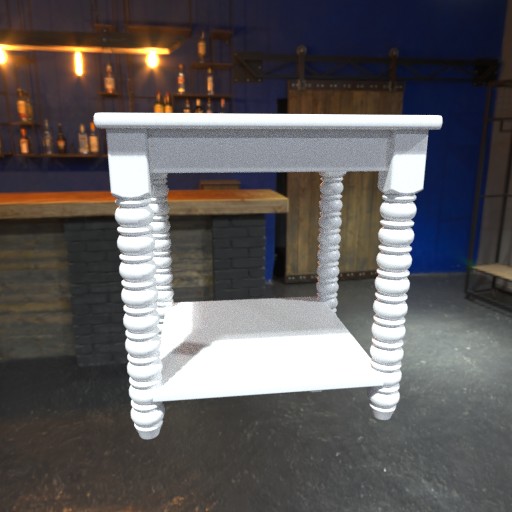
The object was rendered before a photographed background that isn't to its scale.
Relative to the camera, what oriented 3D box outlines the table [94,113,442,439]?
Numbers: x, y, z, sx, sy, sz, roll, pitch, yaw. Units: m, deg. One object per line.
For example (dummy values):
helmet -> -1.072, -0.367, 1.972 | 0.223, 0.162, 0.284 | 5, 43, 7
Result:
table -> 0.000, 0.000, 0.969 | 0.533, 0.563, 0.500 | -2, 14, -7
